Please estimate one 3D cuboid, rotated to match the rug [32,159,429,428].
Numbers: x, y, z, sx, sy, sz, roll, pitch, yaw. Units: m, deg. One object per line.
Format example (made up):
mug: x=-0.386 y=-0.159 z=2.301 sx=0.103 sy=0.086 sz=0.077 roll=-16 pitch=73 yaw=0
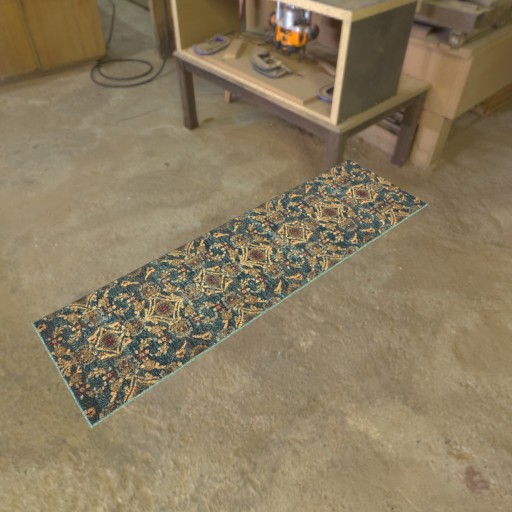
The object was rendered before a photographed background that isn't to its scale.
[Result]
rug: x=0.000 y=0.000 z=2.503 sx=2.292 sy=0.014 sz=0.685 roll=-30 pitch=52 yaw=-27
